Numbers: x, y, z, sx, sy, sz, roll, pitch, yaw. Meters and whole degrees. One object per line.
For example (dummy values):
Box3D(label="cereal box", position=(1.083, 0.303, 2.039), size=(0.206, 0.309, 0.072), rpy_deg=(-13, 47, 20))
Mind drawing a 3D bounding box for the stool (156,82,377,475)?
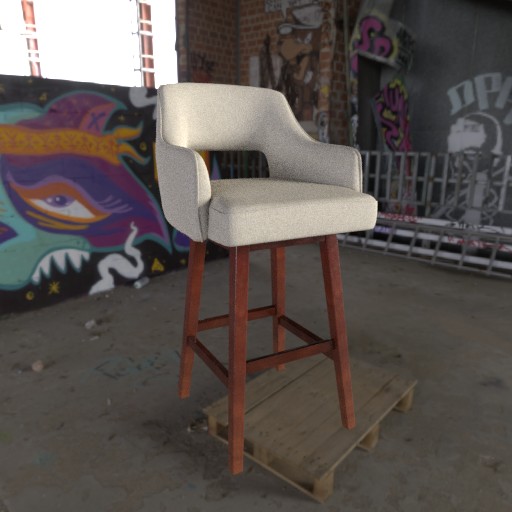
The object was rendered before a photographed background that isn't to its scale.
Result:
Box3D(label="stool", position=(0.000, 0.000, 1.360), size=(0.550, 1.041, 0.560), rpy_deg=(-8, 17, -28))
